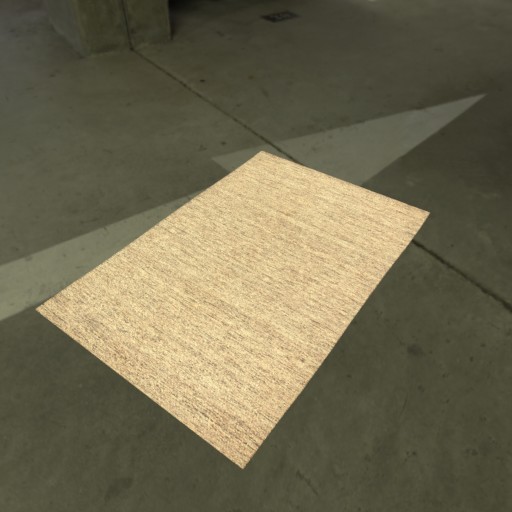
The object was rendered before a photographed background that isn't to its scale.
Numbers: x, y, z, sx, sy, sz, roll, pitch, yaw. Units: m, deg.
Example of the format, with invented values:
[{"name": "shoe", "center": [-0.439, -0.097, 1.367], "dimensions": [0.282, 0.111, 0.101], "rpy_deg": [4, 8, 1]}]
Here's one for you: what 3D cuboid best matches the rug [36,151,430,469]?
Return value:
[{"name": "rug", "center": [0.000, 0.000, 2.948], "dimensions": [1.547, 0.013, 2.283], "rpy_deg": [27, 49, 26]}]
